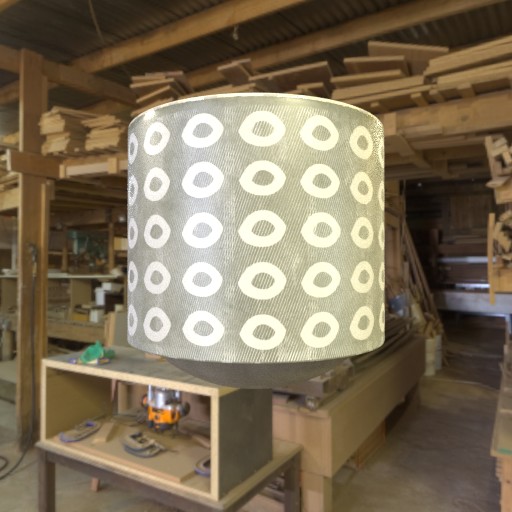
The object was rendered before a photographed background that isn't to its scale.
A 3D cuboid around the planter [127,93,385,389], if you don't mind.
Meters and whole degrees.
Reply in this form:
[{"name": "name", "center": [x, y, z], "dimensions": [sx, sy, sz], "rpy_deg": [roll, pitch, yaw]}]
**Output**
[{"name": "planter", "center": [0.000, 0.000, 0.450], "dimensions": [0.250, 0.239, 0.250], "rpy_deg": [0, 0, 0]}]
